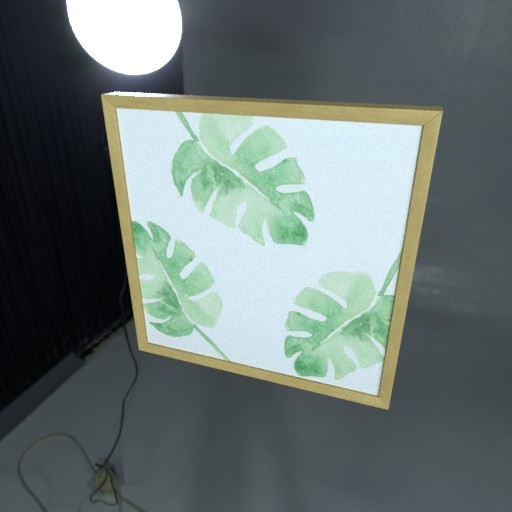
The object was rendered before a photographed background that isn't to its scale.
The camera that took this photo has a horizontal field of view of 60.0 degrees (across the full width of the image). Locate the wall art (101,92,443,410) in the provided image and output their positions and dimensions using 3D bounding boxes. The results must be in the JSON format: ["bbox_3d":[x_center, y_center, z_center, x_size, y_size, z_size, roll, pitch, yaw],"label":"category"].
[{"bbox_3d":[0.000,0.000,0.759,0.508,0.508,0.038,9,28,17],"label":"wall art"}]
